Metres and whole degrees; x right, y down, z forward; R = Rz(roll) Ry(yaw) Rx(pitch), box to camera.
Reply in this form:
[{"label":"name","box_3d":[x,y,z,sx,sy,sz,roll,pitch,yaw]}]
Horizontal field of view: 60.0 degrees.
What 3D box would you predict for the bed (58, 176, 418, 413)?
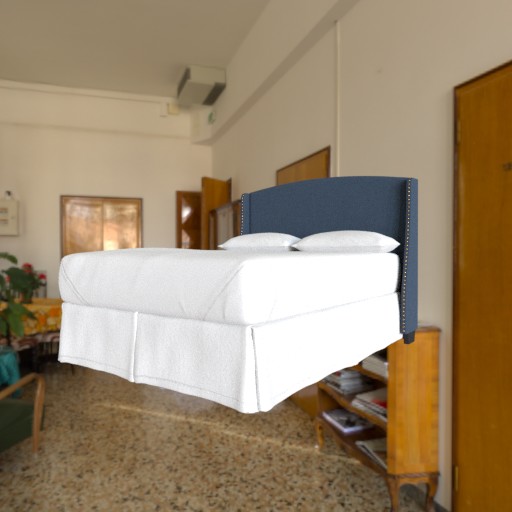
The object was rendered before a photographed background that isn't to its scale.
[{"label":"bed","box_3d":[0.000,0.000,3.274,1.710,1.407,2.237,1,1,36]}]
